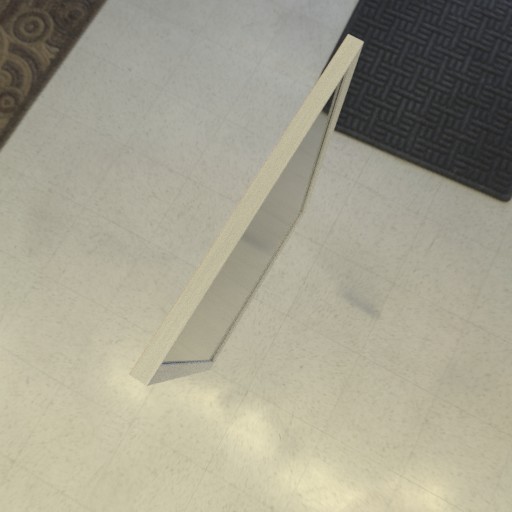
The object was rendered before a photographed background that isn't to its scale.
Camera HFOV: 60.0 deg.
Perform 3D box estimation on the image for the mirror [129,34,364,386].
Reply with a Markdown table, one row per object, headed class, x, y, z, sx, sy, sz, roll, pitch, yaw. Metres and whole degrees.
| class | x | y | z | sx | sy | sz | roll | pitch | yaw |
| --- | --- | --- | --- | --- | --- | --- | --- | --- | --- |
| mirror | 0.000 | 0.000 | 1.298 | 0.040 | 1.016 | 0.762 | 30 | 79 | 7 |
